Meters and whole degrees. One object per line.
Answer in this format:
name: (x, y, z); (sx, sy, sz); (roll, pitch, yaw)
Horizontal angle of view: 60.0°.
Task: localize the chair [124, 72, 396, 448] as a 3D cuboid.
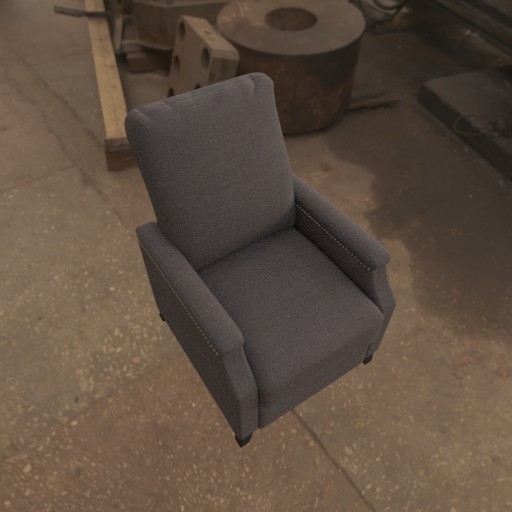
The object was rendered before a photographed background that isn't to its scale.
chair: (0.000, 0.000, 1.696); (0.710, 1.049, 0.922); (-26, 53, -22)
